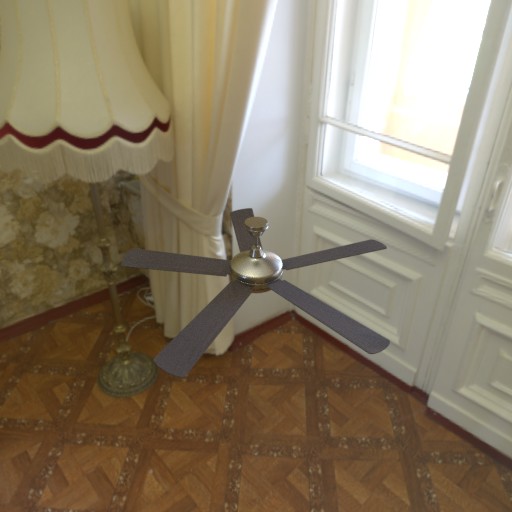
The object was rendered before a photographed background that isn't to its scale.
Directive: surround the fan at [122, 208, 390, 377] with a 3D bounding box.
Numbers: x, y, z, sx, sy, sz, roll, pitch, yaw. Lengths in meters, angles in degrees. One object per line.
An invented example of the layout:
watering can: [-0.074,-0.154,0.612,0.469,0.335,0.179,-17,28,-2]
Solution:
fan: [0.000,0.000,2.053,1.321,0.356,1.321,1,32,2]
